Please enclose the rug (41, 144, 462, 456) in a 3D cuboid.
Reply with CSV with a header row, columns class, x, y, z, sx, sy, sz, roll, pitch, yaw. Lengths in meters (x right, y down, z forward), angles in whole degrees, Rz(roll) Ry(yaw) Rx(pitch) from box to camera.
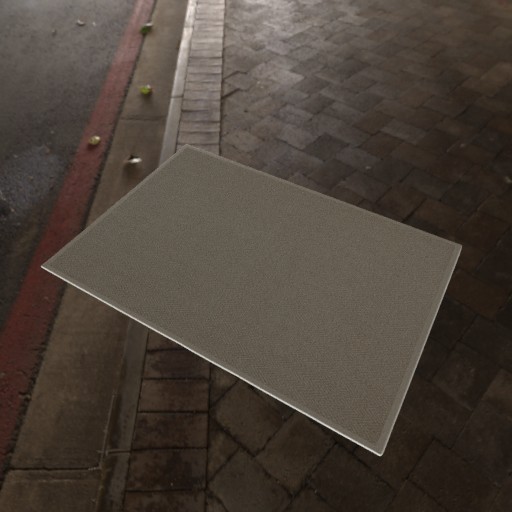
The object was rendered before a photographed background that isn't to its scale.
class,x,y,z,sx,sy,sz,roll,pitch,yaw
rug,0.000,0.000,2.846,2.244,0.017,1.532,24,53,20
